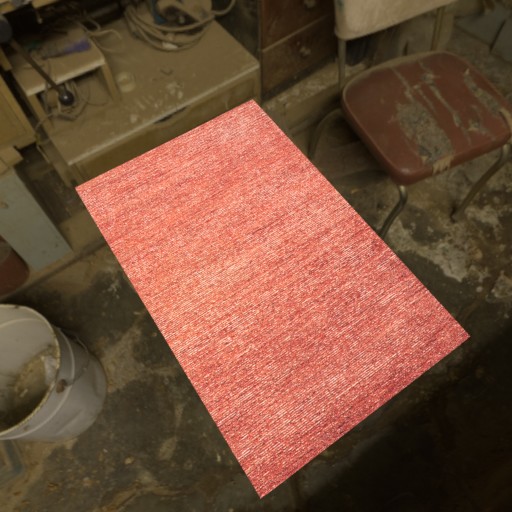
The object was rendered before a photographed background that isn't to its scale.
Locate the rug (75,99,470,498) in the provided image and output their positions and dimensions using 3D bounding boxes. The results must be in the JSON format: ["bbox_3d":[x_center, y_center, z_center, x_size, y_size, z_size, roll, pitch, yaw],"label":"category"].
[{"bbox_3d":[0.000,0.000,2.168,1.139,0.011,1.747,-31,67,-15],"label":"rug"}]
